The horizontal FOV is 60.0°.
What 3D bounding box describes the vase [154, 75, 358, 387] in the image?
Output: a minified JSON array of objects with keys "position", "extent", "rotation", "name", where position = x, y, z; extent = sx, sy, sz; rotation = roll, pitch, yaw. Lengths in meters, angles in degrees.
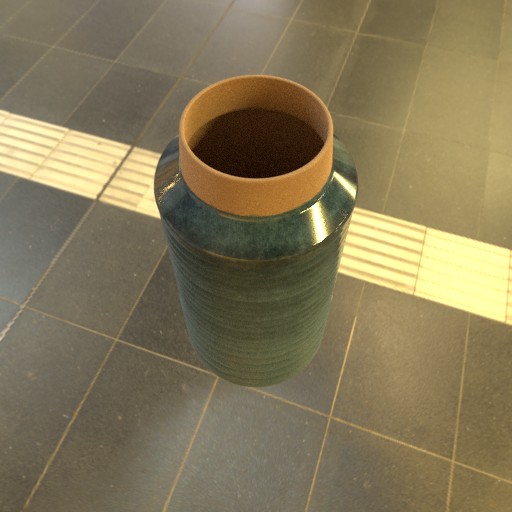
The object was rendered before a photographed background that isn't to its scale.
[{"position":[0.000,0.000,0.410],"extent":[0.163,0.316,0.163],"rotation":[0,59,0],"name":"vase"}]
